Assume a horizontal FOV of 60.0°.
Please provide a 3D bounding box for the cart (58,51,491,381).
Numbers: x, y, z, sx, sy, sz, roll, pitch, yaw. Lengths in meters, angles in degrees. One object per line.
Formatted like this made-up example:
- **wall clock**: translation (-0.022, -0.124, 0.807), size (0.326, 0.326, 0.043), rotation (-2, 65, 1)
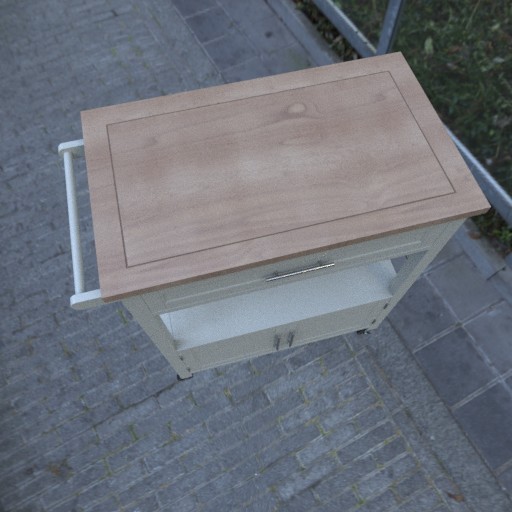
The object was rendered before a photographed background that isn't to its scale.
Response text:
- **cart**: translation (0.000, 0.000, 1.327), size (0.840, 0.901, 0.459), rotation (-13, 65, -6)
